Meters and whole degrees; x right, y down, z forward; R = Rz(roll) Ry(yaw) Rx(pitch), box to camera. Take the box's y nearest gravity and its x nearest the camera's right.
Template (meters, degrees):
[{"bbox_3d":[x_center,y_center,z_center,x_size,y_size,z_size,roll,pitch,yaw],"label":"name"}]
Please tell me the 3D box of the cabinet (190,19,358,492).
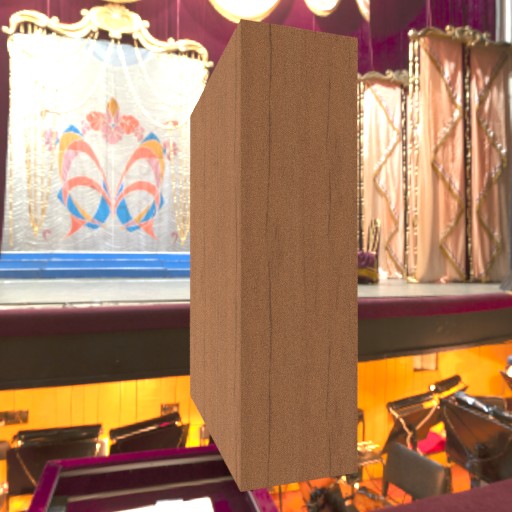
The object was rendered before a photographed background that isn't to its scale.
[{"bbox_3d":[0.000,0.000,2.686,0.580,2.070,1.400,0,0,-17],"label":"cabinet"}]
